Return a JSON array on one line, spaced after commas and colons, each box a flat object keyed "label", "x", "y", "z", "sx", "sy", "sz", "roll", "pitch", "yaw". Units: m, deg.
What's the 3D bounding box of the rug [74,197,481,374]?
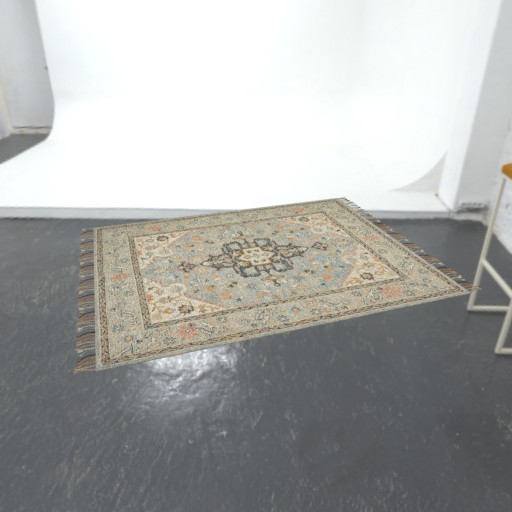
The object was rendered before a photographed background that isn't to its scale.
[{"label": "rug", "x": 0.000, "y": 0.000, "z": 4.252, "sx": 3.221, "sy": 0.011, "sz": 2.379, "roll": -9, "pitch": 29, "yaw": -16}]
